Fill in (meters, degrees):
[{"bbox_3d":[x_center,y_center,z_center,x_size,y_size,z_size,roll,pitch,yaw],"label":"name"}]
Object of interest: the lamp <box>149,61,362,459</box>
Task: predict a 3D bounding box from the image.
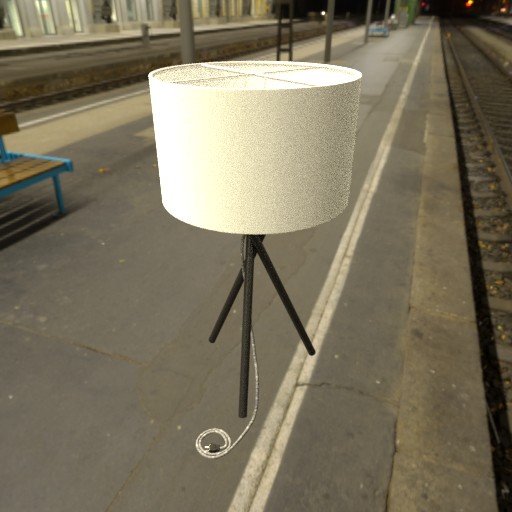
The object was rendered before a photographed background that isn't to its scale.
[{"bbox_3d":[0.000,0.000,0.884,0.353,0.674,0.422,-1,29,-1],"label":"lamp"}]
